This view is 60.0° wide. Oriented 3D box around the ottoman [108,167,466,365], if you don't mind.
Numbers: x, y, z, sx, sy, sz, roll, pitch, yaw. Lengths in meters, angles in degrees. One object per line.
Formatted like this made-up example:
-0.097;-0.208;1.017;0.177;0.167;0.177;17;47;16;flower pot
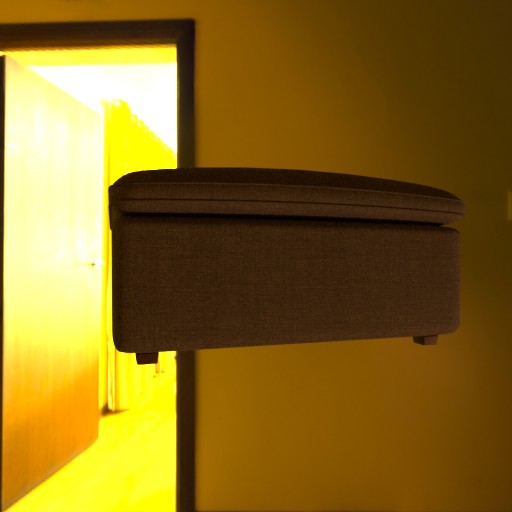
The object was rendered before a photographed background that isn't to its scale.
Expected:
0.000;0.000;1.691;1.067;0.559;1.067;0;-1;-18;ottoman
